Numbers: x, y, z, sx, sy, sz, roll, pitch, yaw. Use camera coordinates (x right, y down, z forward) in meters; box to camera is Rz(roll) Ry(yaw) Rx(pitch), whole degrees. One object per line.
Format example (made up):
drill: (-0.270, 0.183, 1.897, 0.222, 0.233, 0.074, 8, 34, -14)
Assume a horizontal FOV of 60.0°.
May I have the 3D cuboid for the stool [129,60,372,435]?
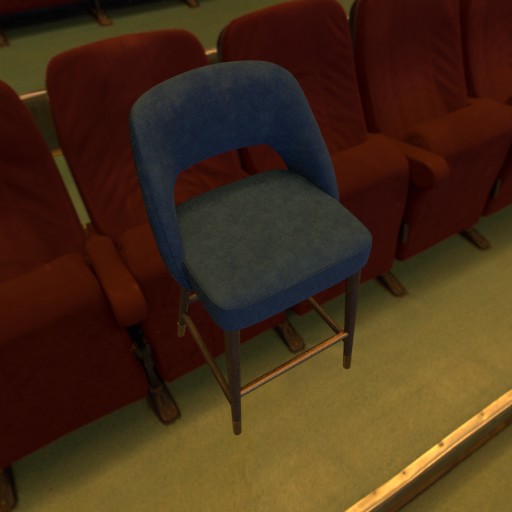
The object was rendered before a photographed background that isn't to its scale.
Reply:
stool: (0.000, 0.000, 1.288, 0.536, 0.925, 0.524, -24, 51, -21)
